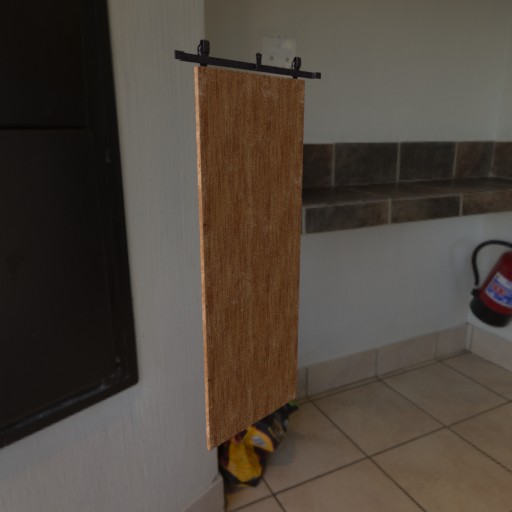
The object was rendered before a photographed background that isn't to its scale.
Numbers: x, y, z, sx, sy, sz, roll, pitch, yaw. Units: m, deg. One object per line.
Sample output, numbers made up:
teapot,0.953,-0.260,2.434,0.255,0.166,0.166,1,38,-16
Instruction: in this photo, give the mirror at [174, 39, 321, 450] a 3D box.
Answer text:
mirror,0.000,0.000,2.088,0.847,1.793,0.042,-15,21,-43
